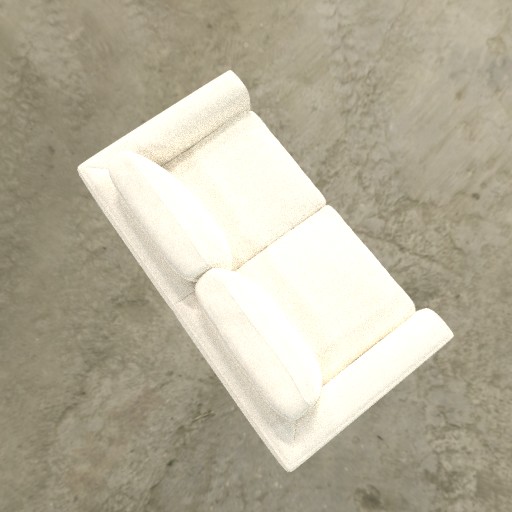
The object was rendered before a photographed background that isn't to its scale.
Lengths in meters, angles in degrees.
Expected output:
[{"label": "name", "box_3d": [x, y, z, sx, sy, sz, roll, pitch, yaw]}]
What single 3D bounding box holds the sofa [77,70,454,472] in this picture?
[{"label": "sofa", "box_3d": [0.000, 0.000, 2.428, 1.069, 0.801, 1.920, -36, 78, -9]}]
